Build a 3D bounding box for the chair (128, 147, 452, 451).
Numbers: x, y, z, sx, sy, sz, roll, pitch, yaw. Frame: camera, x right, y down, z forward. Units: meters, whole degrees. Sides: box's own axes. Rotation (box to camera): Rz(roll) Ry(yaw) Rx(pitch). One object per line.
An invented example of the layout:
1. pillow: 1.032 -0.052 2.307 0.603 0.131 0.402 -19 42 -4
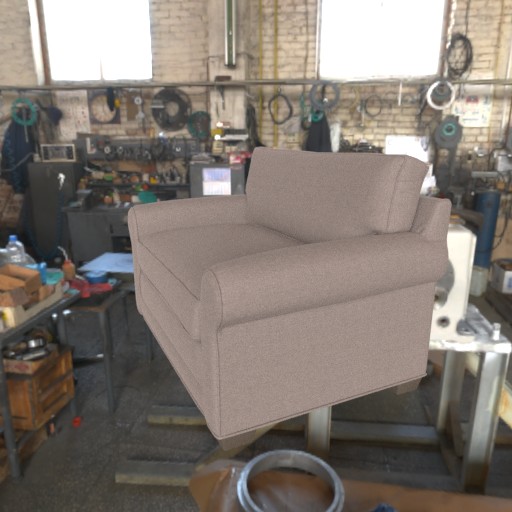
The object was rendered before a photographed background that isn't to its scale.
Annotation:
1. chair: 0.000 0.000 2.009 0.930 0.930 1.390 -7 17 -25
